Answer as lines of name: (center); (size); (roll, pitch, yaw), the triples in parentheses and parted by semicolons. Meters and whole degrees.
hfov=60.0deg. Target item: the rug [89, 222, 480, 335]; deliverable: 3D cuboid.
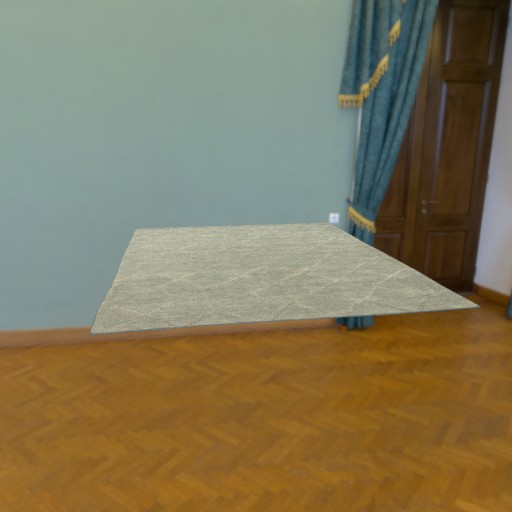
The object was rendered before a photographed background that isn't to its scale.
rug: (0.000, 0.000, 4.098); (2.438, 0.013, 3.048); (-3, 15, -10)
